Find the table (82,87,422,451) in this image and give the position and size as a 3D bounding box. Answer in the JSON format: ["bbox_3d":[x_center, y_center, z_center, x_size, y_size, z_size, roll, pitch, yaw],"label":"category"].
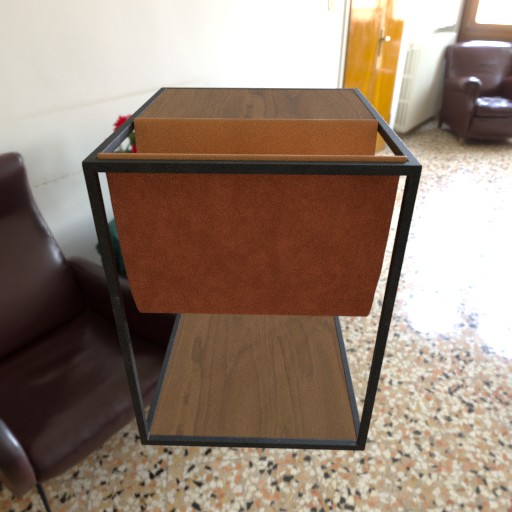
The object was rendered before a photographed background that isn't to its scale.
[{"bbox_3d":[0.000,0.000,0.846,0.399,0.536,0.450,1,31,1],"label":"table"}]
